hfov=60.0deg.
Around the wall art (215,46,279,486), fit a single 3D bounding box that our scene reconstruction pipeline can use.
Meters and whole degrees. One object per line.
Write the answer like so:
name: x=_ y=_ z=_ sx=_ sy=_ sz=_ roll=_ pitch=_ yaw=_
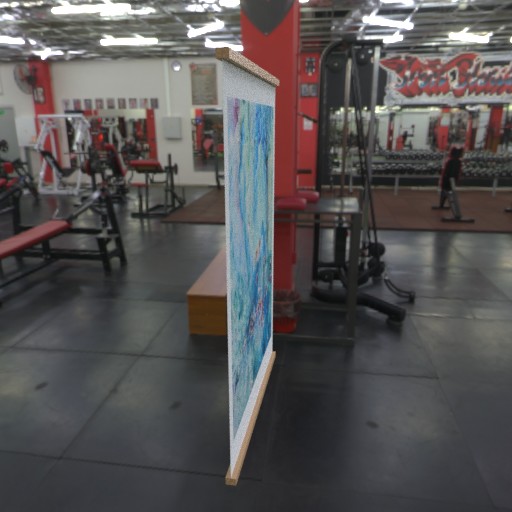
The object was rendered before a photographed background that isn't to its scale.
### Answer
wall art: x=0.000 y=0.000 z=0.649 sx=0.013 sy=0.510 sz=0.335 roll=3 pitch=17 yaw=11
